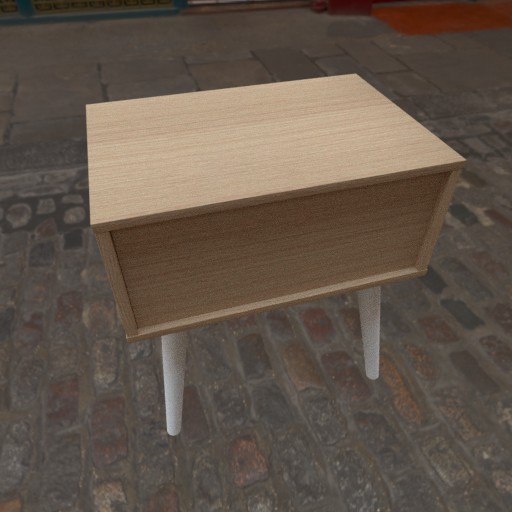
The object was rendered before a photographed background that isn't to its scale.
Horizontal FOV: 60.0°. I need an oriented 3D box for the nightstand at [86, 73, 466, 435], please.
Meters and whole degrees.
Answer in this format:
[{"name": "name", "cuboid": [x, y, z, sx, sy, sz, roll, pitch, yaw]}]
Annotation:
[{"name": "nightstand", "cuboid": [0.000, 0.000, 0.986, 0.571, 0.610, 0.407, -11, 43, -12]}]
